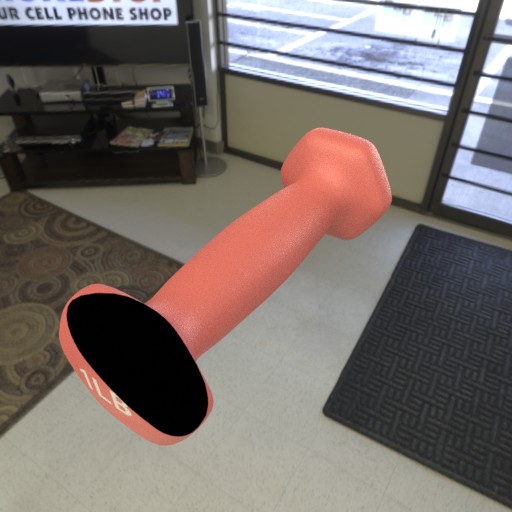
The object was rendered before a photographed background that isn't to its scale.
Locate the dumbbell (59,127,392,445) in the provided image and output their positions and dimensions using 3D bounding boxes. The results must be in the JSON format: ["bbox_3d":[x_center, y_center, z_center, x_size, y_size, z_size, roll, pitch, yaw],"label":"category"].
[{"bbox_3d":[0.000,0.000,0.143,0.047,0.043,0.123,25,46,26],"label":"dumbbell"}]
